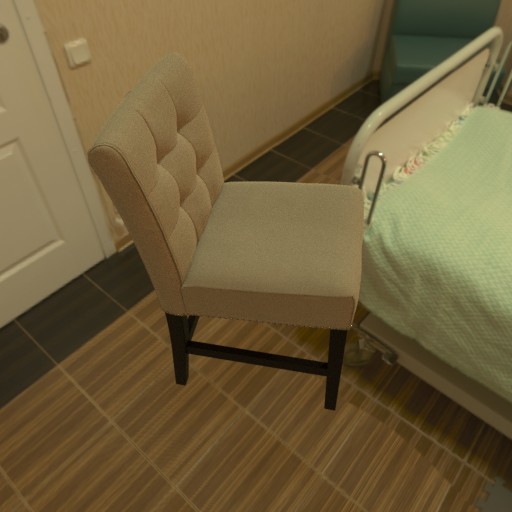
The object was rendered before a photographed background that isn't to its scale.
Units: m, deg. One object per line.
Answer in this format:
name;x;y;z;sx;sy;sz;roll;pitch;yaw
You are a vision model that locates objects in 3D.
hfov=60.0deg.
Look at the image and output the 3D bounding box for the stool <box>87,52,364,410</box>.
stool;0.000;0.000;1.195;0.571;0.885;0.427;8;47;8
